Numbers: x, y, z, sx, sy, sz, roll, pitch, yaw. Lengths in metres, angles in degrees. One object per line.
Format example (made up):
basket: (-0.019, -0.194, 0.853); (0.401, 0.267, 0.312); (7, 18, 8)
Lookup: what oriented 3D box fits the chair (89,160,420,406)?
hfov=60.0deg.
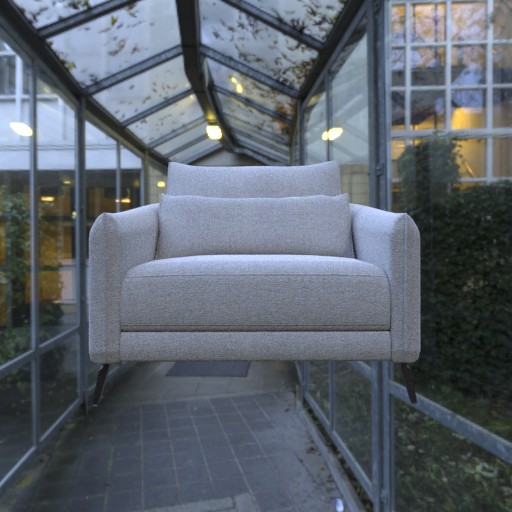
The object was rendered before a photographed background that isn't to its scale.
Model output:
chair: (0.000, 0.000, 1.636); (1.029, 0.856, 0.801); (0, 0, -1)
